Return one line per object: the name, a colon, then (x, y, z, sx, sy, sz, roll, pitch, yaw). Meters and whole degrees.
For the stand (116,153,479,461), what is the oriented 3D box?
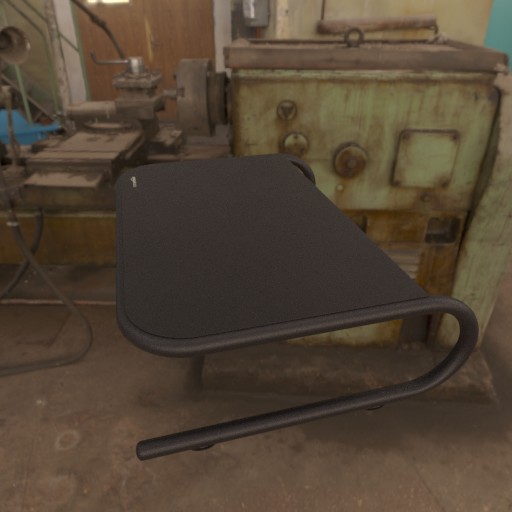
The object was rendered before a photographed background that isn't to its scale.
stand: (0.000, 0.000, 0.483, 0.280, 0.108, 0.370, -8, 31, -13)
